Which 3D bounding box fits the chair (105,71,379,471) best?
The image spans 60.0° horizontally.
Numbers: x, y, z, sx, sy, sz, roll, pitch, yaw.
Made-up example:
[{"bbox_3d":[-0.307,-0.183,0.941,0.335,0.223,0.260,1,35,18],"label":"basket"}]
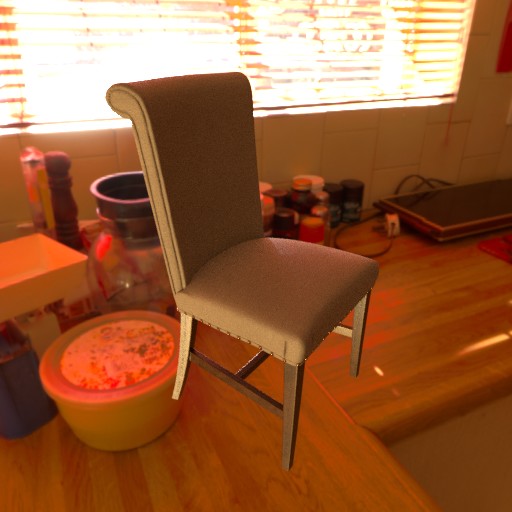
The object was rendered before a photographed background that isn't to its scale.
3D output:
[{"bbox_3d":[0.000,0.000,1.336,0.608,0.988,0.513,17,31,31],"label":"chair"}]
